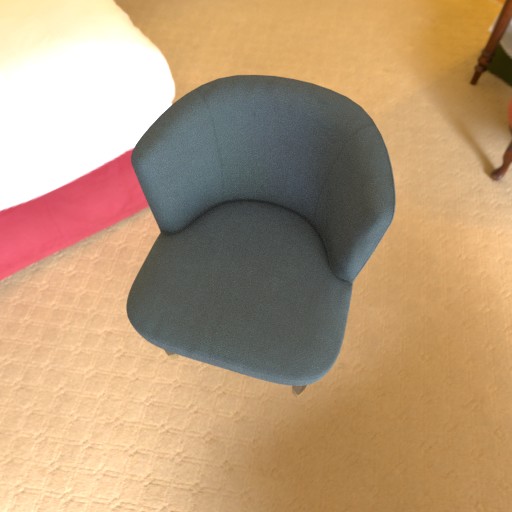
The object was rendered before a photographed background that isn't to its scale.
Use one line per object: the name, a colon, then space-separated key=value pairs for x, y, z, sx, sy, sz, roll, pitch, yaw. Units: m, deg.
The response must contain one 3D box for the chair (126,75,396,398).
chair: x=0.000 y=0.000 z=1.345 sx=0.661 sy=0.760 sz=0.702 roll=14 pitch=60 yaw=9
